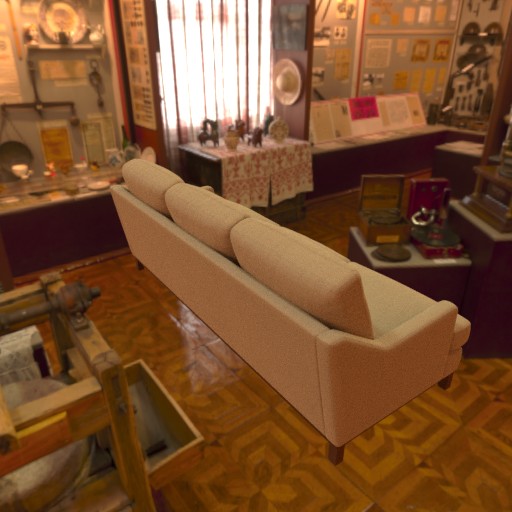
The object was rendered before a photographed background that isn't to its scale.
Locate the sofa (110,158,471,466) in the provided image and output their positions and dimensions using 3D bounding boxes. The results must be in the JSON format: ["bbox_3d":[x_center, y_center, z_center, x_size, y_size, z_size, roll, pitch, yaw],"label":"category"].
[{"bbox_3d":[0.000,0.000,2.745,1.000,0.913,2.321,-17,31,-31],"label":"sofa"}]
